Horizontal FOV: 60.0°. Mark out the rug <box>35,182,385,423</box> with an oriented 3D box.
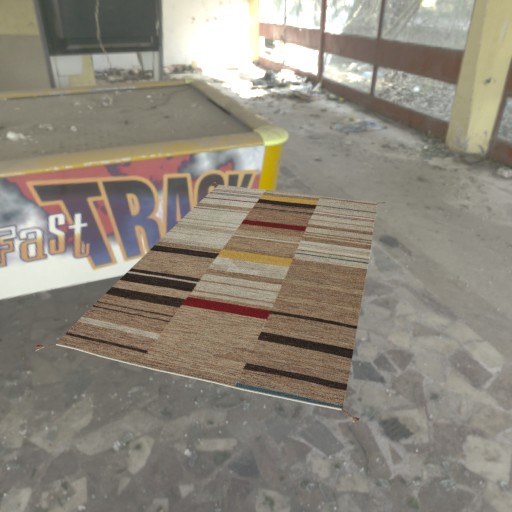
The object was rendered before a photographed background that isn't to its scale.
[{"bbox_3d":[0.000,0.000,2.367,1.268,0.007,1.918,9,31,15],"label":"rug"}]
